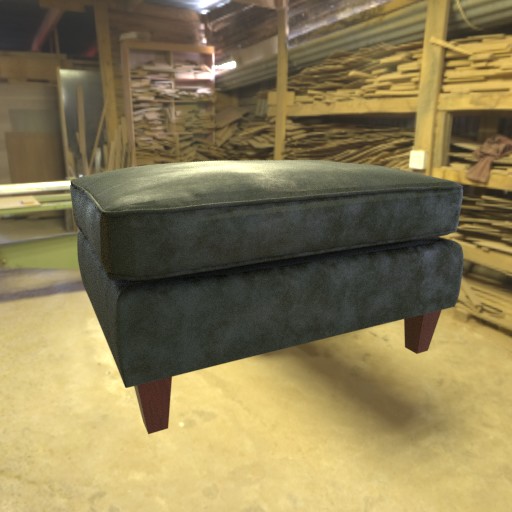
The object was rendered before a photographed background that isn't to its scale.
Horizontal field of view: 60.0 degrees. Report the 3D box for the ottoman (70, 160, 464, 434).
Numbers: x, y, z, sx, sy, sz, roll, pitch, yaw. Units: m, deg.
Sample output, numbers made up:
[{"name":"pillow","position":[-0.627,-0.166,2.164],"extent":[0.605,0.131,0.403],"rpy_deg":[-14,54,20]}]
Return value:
[{"name":"ottoman","position":[0.000,0.000,1.197],"extent":[0.864,0.495,0.632],"rpy_deg":[-8,17,-26]}]
